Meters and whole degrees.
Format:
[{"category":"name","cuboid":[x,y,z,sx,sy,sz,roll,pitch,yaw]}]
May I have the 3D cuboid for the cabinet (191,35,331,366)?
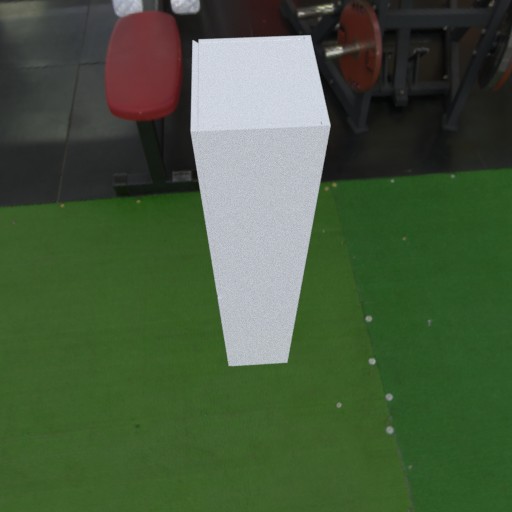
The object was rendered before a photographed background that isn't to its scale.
[{"category":"cabinet","cuboid":[0.000,0.000,1.525,0.270,1.400,0.300,-3,58,-2]}]
